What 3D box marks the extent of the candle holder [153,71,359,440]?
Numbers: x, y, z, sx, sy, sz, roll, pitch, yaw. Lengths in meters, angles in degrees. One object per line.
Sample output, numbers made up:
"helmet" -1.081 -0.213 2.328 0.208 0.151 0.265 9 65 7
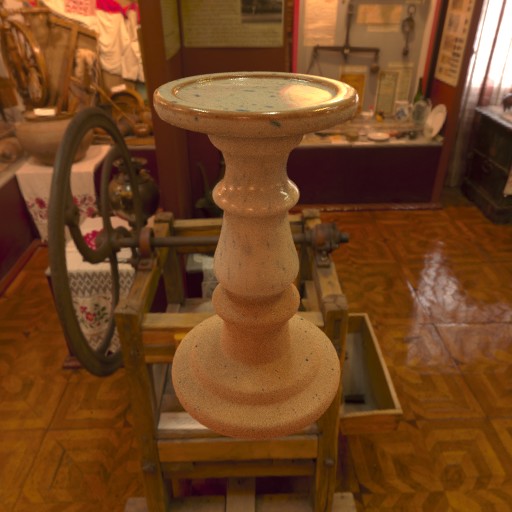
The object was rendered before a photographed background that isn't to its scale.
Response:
"candle holder" 0.000 0.000 0.279 0.123 0.202 0.123 0 32 0
